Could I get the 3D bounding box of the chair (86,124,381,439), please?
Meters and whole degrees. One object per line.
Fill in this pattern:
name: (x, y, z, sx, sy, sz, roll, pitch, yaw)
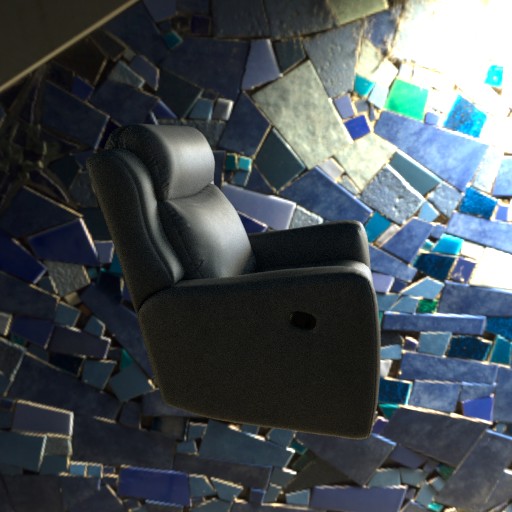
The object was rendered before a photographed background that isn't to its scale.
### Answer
chair: (0.000, 0.000, 1.962, 1.068, 1.116, 0.965, 3, 16, 11)
